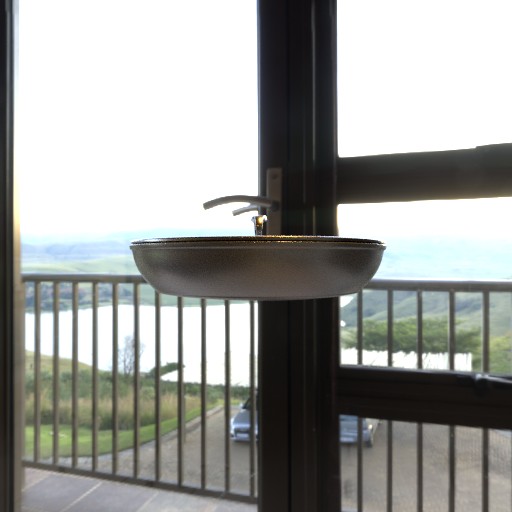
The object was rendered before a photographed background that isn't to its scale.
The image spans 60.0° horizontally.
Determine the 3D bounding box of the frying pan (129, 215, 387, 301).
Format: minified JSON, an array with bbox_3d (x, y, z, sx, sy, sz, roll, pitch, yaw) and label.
[{"bbox_3d":[0.000,0.000,0.597,0.272,0.086,0.490,0,0,-1],"label":"frying pan"}]
